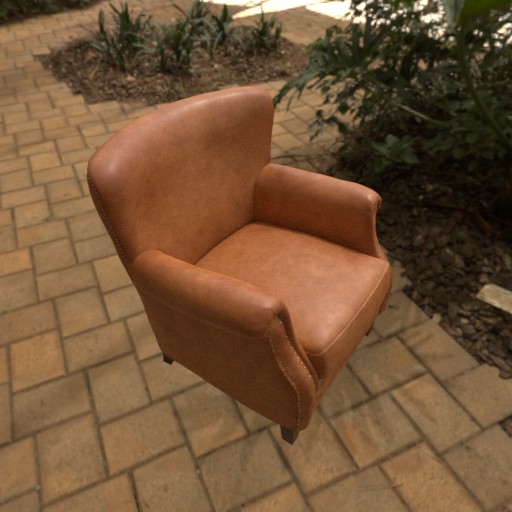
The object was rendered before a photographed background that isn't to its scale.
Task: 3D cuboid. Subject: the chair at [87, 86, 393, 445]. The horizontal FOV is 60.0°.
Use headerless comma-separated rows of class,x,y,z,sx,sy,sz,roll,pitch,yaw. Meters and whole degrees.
chair,0.000,0.000,1.651,0.921,0.936,0.861,25,46,26
